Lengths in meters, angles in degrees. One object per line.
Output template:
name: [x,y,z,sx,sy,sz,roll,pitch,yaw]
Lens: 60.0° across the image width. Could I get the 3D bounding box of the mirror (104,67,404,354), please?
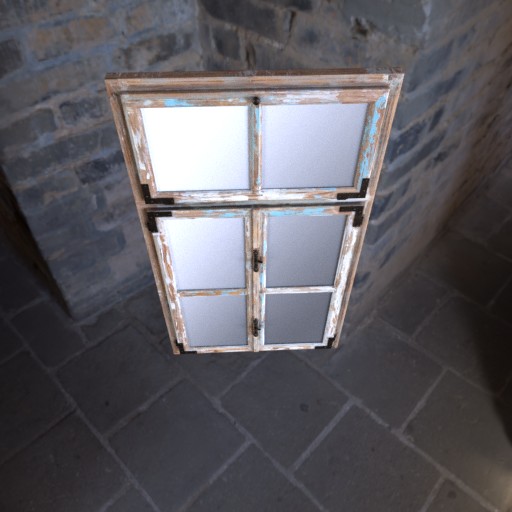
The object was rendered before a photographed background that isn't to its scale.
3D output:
mirror: [0.000,0.000,1.479,0.707,1.213,0.083,-2,47,-2]
